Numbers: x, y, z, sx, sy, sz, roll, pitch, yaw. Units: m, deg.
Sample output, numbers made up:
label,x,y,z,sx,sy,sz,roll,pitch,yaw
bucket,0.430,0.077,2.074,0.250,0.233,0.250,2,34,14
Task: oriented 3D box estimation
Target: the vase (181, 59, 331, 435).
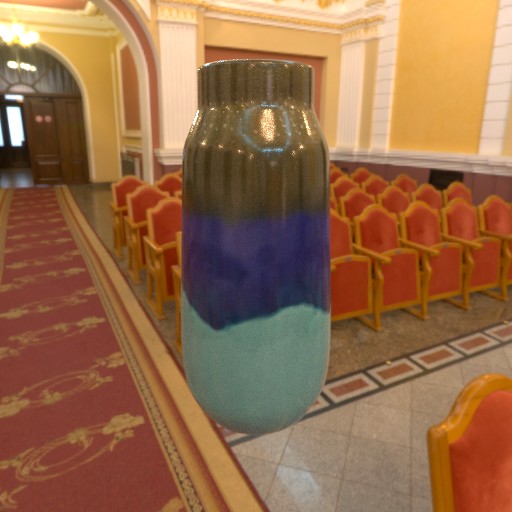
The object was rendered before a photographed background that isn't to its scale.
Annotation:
label,x,y,z,sx,sy,sz,roll,pitch,yaw
vase,0.000,0.000,0.396,0.139,0.313,0.139,0,16,0
